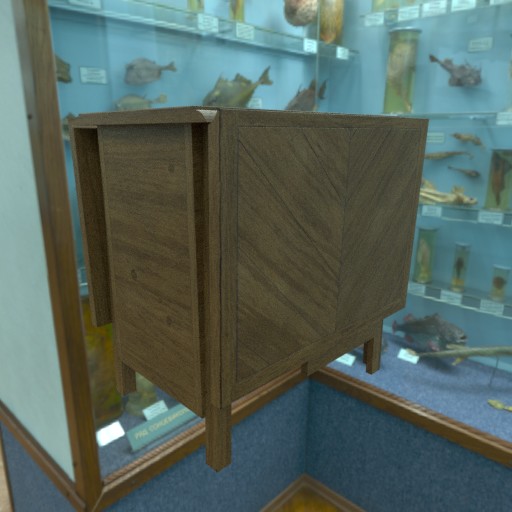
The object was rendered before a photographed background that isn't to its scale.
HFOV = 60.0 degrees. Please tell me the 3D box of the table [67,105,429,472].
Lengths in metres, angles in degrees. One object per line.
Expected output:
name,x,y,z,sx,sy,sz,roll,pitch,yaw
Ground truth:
table,0.000,0.000,1.259,0.746,0.763,0.591,-15,21,-43
